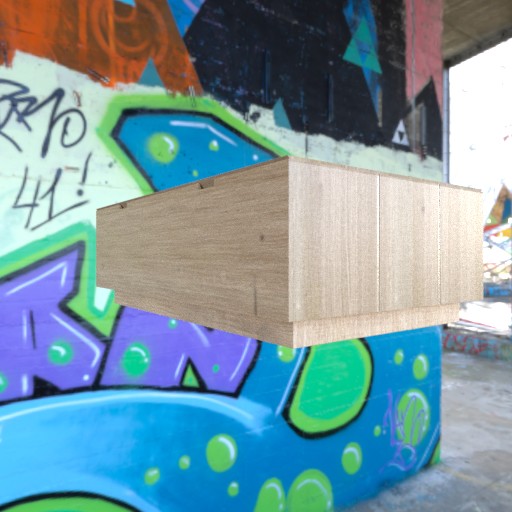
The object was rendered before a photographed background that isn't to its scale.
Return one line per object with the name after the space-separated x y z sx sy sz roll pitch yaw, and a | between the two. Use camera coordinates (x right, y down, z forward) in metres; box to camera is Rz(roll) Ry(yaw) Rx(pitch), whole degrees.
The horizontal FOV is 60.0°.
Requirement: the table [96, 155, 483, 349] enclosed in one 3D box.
0.000 0.000 1.420 0.678 0.353 1.110 0 0 -36 | table
